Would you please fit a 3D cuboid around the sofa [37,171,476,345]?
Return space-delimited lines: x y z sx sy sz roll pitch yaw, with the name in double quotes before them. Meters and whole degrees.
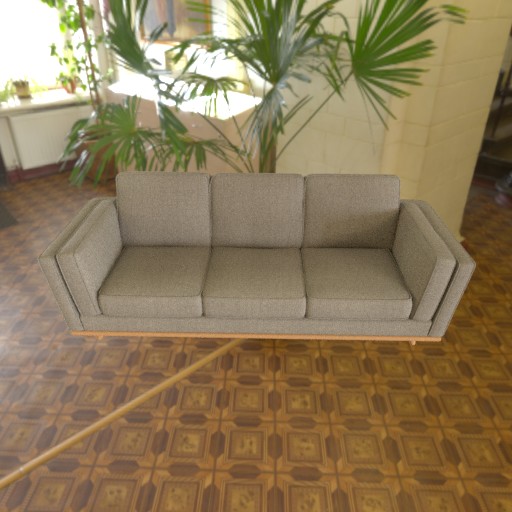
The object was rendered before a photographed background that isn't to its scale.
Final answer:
"sofa" 0.000 0.000 2.846 2.362 0.899 0.903 1 30 1
